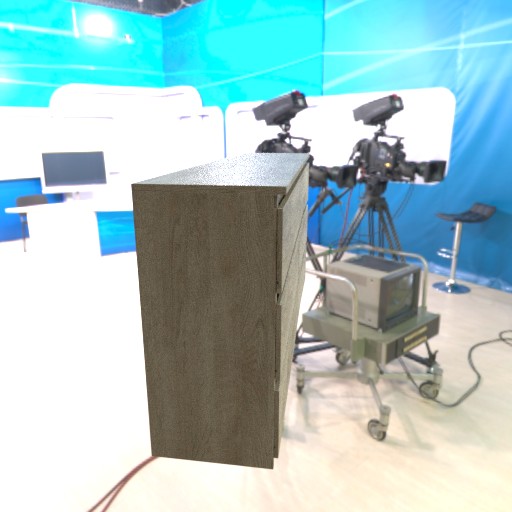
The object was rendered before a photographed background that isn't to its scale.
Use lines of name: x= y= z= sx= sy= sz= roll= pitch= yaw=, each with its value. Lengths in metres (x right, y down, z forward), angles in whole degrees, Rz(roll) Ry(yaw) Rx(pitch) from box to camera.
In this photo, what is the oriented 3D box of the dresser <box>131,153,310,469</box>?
dresser: x=0.000 y=0.000 z=1.919 sx=0.390 sy=0.795 sz=1.590 roll=2 pitch=16 yaw=8
